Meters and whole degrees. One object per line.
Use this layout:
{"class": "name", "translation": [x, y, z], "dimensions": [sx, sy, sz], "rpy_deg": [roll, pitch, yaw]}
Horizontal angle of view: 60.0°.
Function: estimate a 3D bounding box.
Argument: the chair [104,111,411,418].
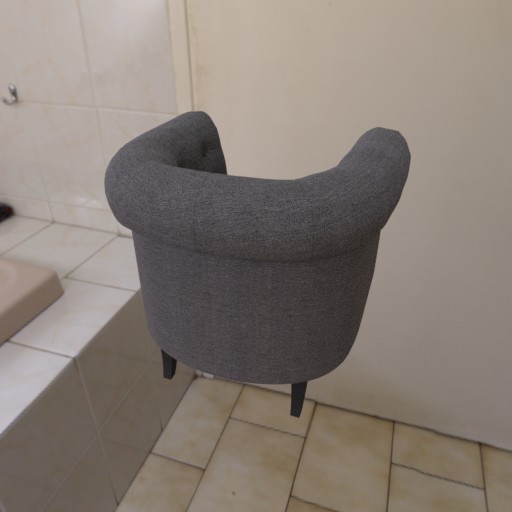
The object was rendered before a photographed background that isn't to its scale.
{"class": "chair", "translation": [0.000, 0.000, 1.558], "dimensions": [0.905, 0.827, 0.852], "rpy_deg": [11, 32, 17]}
